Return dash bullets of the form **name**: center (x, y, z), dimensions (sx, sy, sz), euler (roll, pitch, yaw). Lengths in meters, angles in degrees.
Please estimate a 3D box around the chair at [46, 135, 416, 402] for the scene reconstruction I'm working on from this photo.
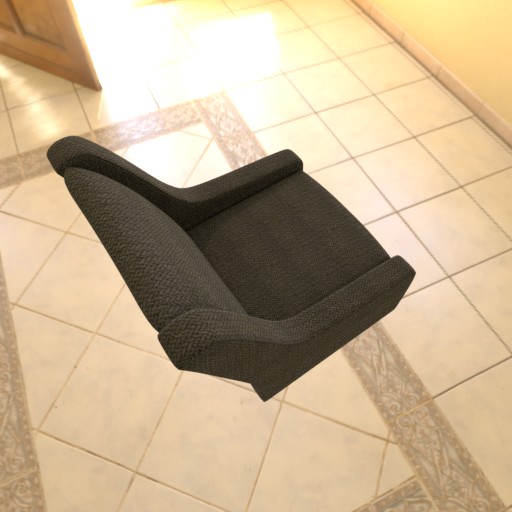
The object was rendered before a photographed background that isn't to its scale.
- **chair**: center (0.000, 0.000, 1.647), dimensions (0.944, 1.012, 0.793), euler (-30, 62, -18)
